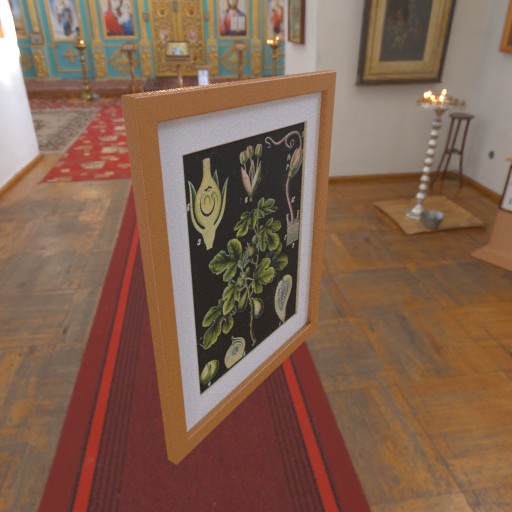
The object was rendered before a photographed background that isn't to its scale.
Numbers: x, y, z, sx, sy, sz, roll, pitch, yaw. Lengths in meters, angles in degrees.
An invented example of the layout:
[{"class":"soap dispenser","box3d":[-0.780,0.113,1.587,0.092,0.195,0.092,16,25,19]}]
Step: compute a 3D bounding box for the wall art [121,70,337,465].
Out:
[{"class":"wall art","box3d":[0.000,0.000,0.746,0.022,0.553,0.452,18,32,32]}]
